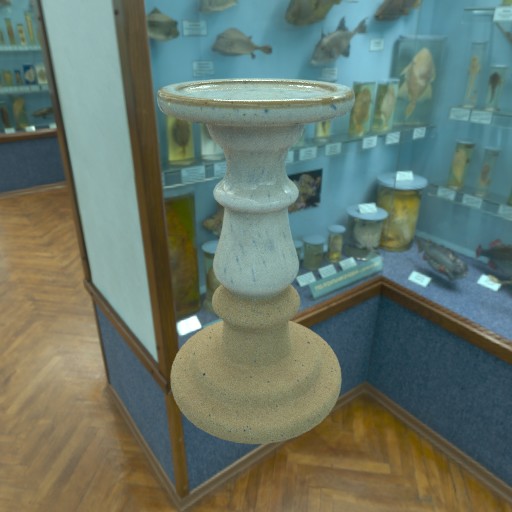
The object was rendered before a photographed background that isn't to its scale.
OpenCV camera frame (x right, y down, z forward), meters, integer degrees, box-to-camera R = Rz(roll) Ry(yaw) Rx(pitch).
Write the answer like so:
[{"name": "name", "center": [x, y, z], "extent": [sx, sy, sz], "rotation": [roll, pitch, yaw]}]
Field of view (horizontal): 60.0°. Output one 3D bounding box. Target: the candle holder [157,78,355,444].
[{"name": "candle holder", "center": [0.000, 0.000, 0.281], "extent": [0.123, 0.202, 0.123], "rotation": [0, 27, 0]}]
